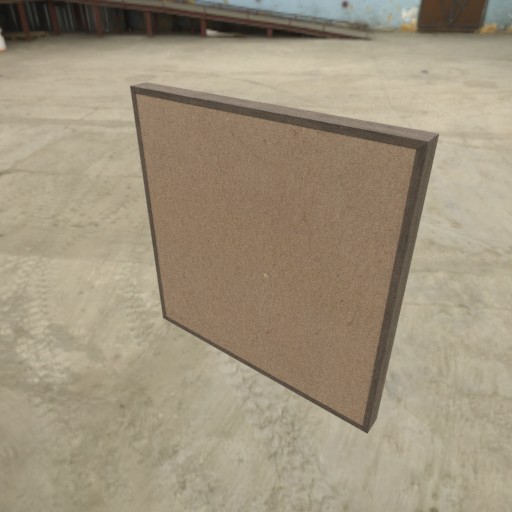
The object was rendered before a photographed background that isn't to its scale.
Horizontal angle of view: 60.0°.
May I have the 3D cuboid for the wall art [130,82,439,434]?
[{"bbox_3d":[0.000,0.000,0.769,0.508,0.508,0.038,22,38,31],"label":"wall art"}]
